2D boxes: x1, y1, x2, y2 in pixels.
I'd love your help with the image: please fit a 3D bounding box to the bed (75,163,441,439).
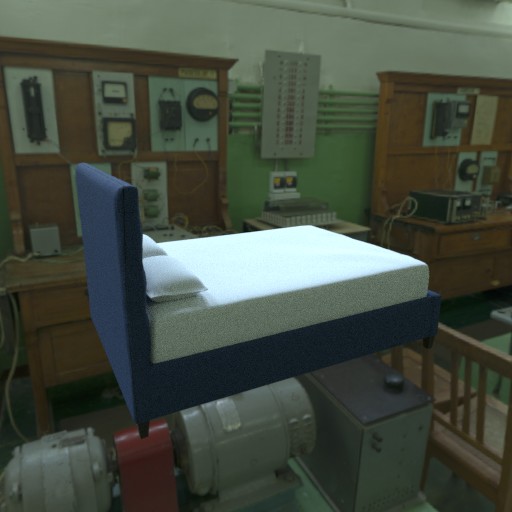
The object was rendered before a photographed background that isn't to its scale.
[{"bbox_3d":[0.000,0.000,3.527,2.387,1.427,1.706,-8,18,-27],"label":"bed"}]
